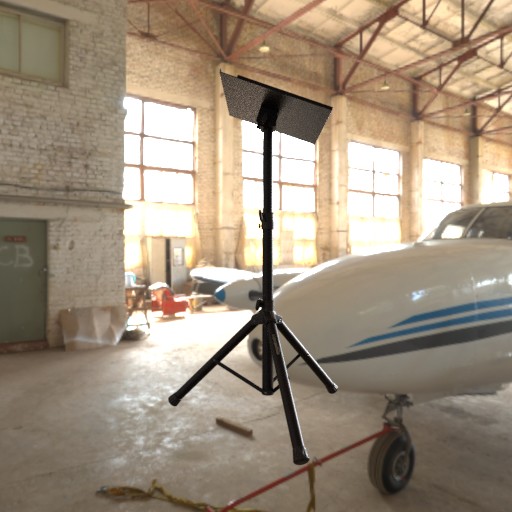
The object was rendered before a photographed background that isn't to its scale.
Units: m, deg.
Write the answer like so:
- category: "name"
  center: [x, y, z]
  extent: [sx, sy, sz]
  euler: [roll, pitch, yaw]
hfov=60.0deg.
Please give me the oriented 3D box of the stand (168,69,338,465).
- category: "stand"
  center: [0.000, 0.000, 1.595]
  extent: [0.702, 1.198, 0.702]
  euler: [0, 1, 1]
